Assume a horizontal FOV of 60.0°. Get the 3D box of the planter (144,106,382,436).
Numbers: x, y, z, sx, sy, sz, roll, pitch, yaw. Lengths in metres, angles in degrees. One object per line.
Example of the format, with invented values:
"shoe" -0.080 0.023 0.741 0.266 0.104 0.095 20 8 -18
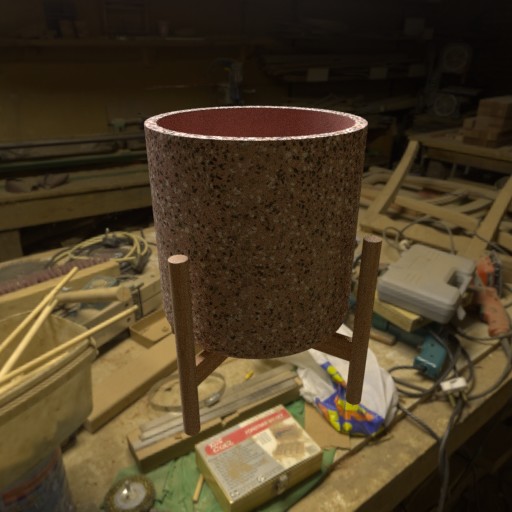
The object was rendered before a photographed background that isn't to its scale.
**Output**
"planter" 0.000 0.000 0.704 0.360 0.419 0.360 -17 30 -32
